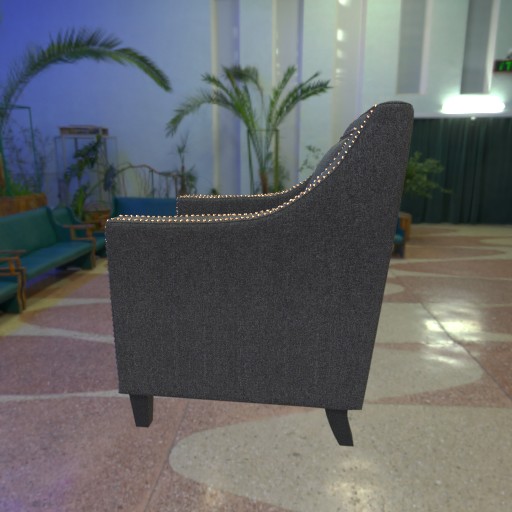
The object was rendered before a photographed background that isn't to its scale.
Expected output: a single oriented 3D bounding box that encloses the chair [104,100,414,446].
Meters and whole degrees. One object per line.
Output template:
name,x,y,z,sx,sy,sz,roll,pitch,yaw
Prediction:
chair,0.000,0.000,1.587,0.884,0.967,0.776,2,13,7
